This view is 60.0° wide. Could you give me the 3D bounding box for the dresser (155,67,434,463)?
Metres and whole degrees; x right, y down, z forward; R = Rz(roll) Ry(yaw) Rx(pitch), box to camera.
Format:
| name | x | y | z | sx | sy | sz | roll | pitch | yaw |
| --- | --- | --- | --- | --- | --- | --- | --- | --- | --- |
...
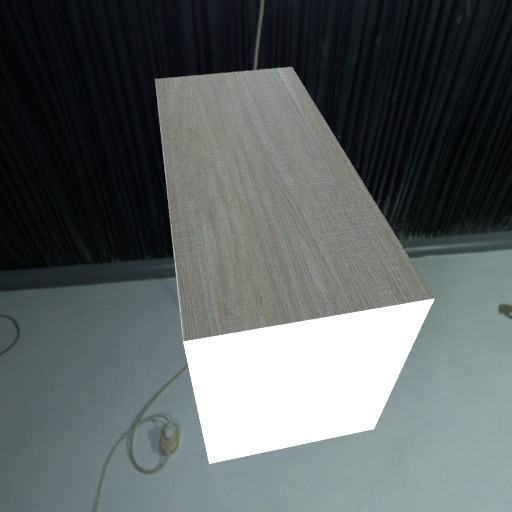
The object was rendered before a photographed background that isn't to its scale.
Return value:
| name | x | y | z | sx | sy | sz | roll | pitch | yaw |
| --- | --- | --- | --- | --- | --- | --- | --- | --- | --- |
| dresser | 0.000 | 0.000 | 1.507 | 0.500 | 0.780 | 1.110 | -8 | 47 | -8 |
